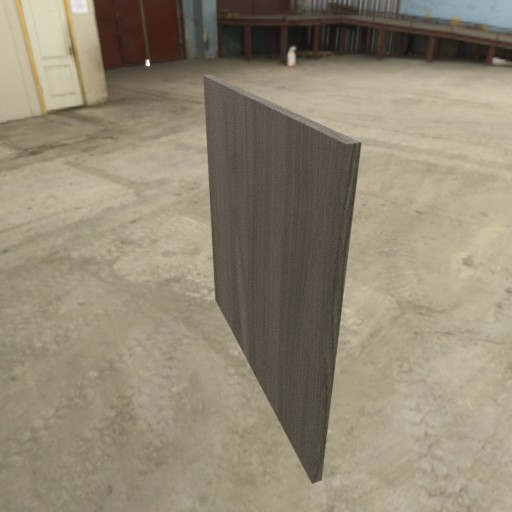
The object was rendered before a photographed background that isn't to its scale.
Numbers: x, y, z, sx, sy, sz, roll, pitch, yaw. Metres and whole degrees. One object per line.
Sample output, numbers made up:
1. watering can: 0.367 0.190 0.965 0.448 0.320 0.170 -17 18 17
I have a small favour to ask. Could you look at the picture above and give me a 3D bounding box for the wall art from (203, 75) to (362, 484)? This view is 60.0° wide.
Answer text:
1. wall art: 0.000 0.000 0.743 0.016 0.507 0.508 -11 31 -18
